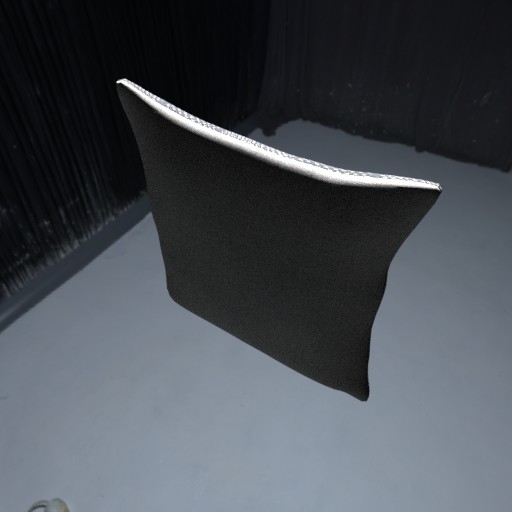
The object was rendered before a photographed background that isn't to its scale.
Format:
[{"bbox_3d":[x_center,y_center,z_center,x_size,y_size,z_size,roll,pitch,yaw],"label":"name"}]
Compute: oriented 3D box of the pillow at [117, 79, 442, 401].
[{"bbox_3d":[0.000,0.000,0.656,0.435,0.432,0.138,26,50,23],"label":"pillow"}]
